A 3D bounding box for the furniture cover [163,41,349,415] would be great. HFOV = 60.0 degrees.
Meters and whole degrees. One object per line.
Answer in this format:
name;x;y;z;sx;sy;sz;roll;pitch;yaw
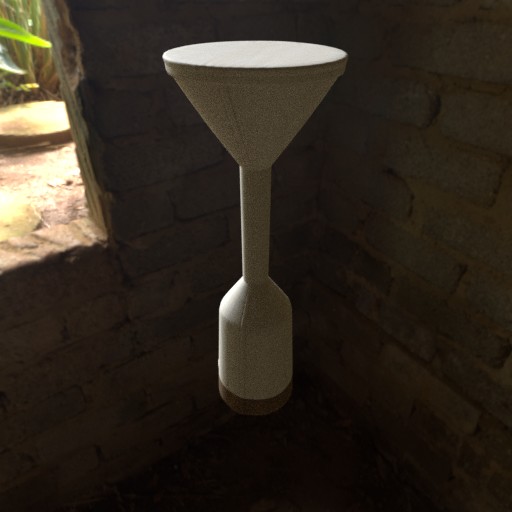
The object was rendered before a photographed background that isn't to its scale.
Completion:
furniture cover;0.000;0.000;2.855;0.914;2.413;0.914;11;34;16
